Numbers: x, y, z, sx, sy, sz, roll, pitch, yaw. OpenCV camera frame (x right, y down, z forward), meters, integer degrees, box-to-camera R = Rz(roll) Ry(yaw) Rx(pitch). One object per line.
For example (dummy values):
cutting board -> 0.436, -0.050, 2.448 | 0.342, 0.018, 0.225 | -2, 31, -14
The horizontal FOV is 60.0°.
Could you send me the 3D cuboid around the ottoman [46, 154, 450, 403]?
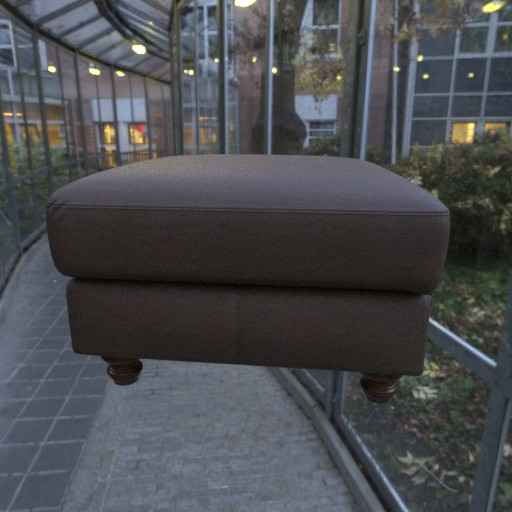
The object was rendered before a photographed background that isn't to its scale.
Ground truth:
ottoman -> 0.000, 0.000, 1.143 | 0.787, 0.508, 0.635 | 2, 15, 7
